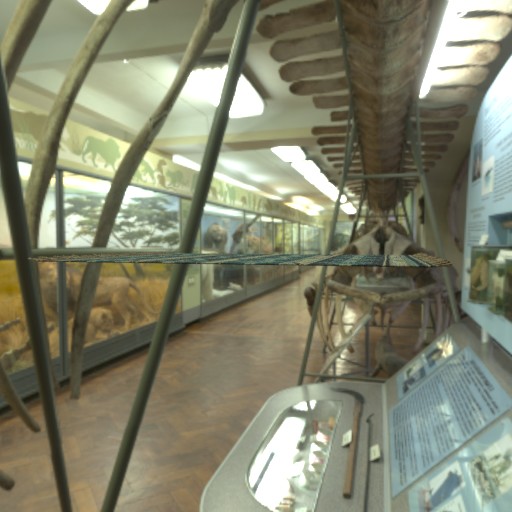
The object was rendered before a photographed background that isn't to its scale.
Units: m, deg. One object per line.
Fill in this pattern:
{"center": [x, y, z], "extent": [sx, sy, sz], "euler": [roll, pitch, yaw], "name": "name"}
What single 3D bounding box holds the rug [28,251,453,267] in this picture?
{"center": [0.000, 0.000, 4.398], "extent": [3.307, 0.047, 2.418], "euler": [1, 2, 16], "name": "rug"}
